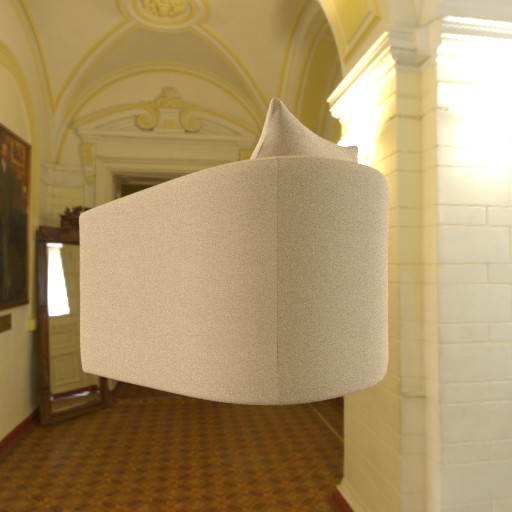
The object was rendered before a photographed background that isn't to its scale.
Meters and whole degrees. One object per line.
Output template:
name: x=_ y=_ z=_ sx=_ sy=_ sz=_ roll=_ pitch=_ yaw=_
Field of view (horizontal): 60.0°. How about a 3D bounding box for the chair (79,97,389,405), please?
chair: x=0.000 y=0.000 z=1.577 sx=0.910 sy=0.848 sz=0.845 roll=-1 pitch=-2 yaw=36
